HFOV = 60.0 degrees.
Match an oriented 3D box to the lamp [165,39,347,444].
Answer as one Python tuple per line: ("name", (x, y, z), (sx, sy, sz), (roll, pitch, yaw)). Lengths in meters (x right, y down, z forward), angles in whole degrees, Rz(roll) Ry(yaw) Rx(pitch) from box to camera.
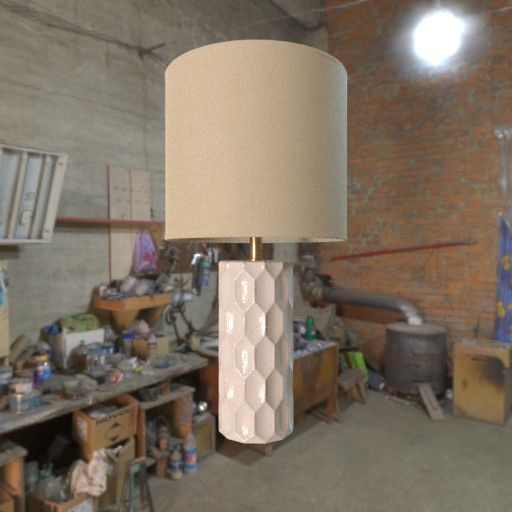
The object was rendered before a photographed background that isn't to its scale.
("lamp", (0.000, 0.000, 0.687), (0.277, 0.537, 0.277), (0, 0, 2))
